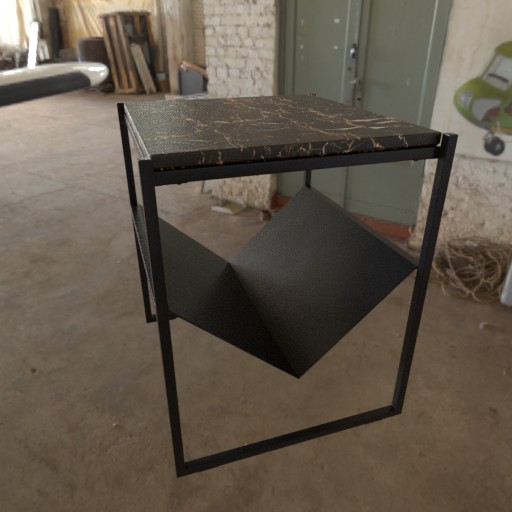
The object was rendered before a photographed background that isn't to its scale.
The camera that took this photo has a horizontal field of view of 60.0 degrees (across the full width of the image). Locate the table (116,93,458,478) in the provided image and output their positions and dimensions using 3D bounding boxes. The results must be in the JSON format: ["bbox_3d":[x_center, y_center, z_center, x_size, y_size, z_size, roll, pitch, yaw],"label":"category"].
[{"bbox_3d":[0.000,0.000,0.868,0.432,0.534,0.469,-9,28,-16],"label":"table"}]
